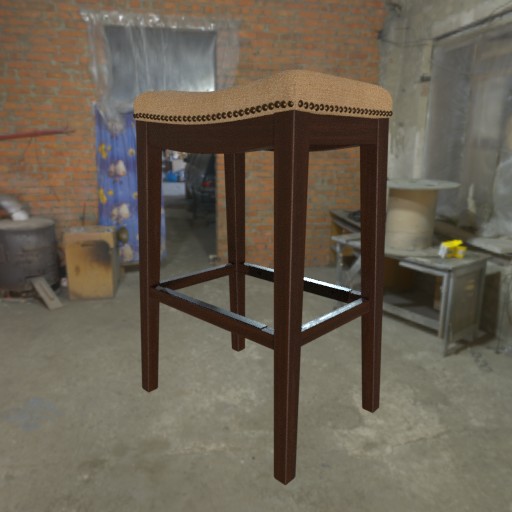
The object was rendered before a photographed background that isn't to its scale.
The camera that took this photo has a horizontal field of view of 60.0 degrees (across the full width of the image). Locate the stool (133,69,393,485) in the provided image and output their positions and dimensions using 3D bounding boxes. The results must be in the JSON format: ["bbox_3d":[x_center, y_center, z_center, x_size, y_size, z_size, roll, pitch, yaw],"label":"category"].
[{"bbox_3d":[0.000,0.000,1.061,0.509,0.768,0.363,13,19,42],"label":"stool"}]
